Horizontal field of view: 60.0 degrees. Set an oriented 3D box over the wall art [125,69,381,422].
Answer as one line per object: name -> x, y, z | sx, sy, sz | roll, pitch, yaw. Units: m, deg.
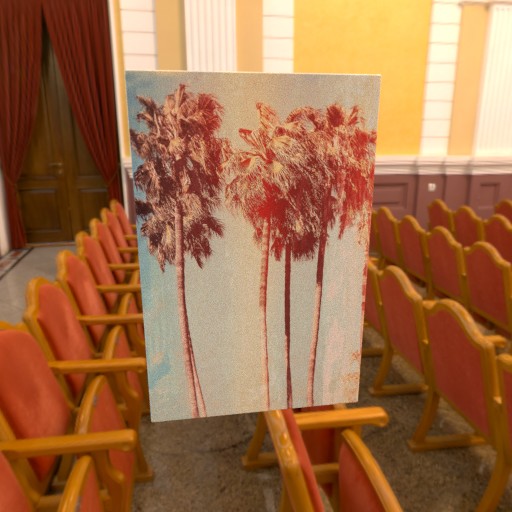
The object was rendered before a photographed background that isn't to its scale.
wall art -> 0.000, 0.000, 0.497 | 0.251, 0.380, 0.039 | -3, 16, -9
